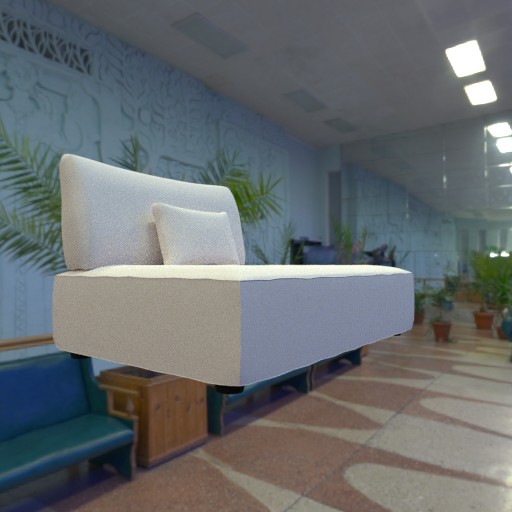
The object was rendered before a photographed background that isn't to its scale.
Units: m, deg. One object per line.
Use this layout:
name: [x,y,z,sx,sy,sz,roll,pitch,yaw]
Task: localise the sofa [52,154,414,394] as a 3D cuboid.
sofa: [0.000,0.000,2.075,1.000,0.820,1.450,-1,-1,37]
